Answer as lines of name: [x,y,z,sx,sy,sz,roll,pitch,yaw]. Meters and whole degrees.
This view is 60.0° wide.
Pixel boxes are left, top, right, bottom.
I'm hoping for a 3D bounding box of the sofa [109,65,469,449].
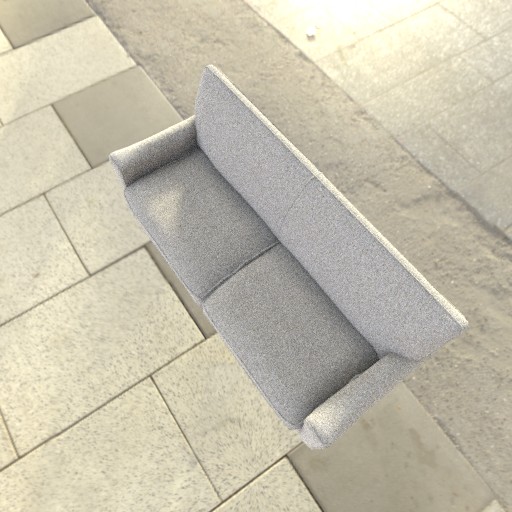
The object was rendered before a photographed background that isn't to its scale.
sofa: [0.000,0.000,2.548,0.854,0.942,2.026,-33,68,-15]
